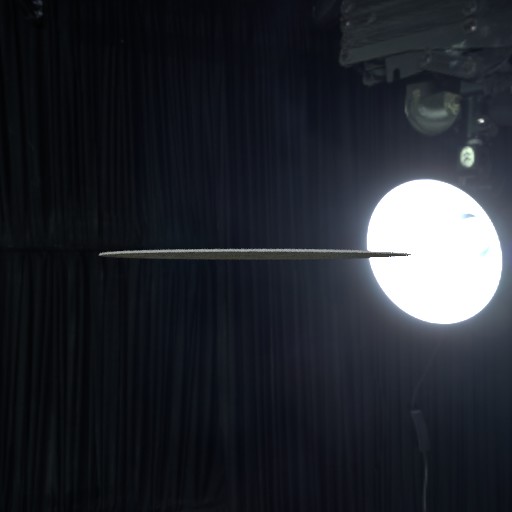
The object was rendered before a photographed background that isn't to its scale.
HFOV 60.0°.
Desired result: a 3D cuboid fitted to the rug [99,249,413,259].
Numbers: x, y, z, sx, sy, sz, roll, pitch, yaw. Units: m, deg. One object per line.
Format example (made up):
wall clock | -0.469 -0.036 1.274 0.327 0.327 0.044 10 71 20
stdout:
rug | 0.000 0.000 2.395 1.598 0.010 1.598 0 -1 0
